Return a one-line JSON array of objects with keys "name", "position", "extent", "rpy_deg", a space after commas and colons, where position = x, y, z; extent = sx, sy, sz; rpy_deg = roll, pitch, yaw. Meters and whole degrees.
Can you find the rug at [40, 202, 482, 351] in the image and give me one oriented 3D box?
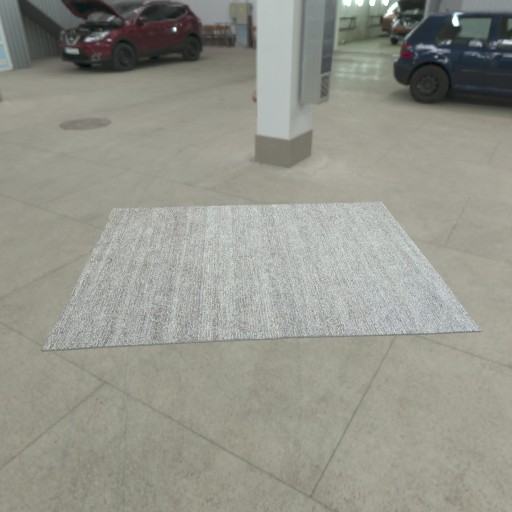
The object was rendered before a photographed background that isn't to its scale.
[{"name": "rug", "position": [0.000, 0.000, 4.220], "extent": [3.202, 0.045, 2.434], "rpy_deg": [-2, 30, -3]}]
